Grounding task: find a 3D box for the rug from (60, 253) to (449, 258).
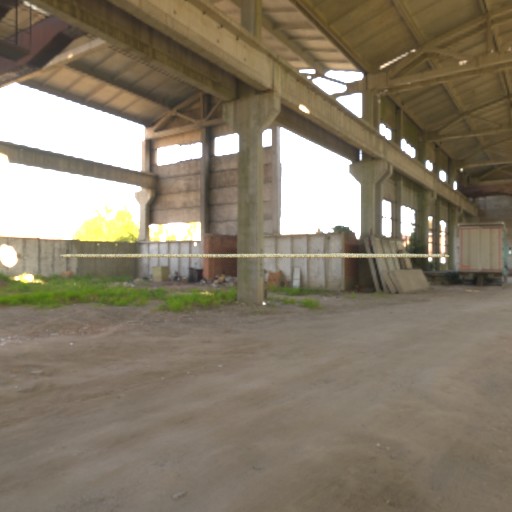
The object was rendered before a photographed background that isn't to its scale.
[{"bbox_3d":[0.000,0.000,2.345,1.250,0.015,1.850,0,0,0],"label":"rug"}]
